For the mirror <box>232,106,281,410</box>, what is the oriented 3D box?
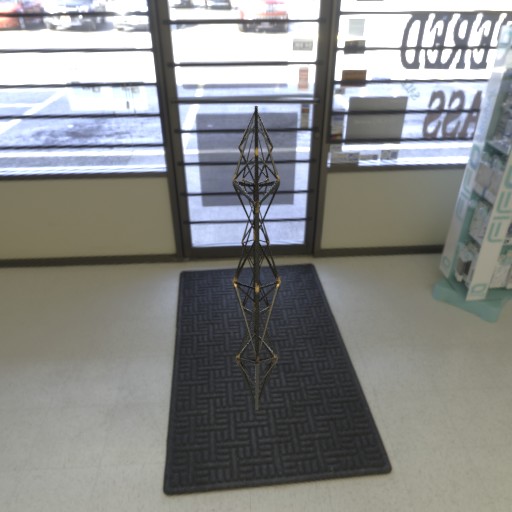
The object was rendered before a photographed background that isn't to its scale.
[{"bbox_3d":[0.000,0.000,1.076,0.094,0.710,0.710,0,32,0],"label":"mirror"}]
